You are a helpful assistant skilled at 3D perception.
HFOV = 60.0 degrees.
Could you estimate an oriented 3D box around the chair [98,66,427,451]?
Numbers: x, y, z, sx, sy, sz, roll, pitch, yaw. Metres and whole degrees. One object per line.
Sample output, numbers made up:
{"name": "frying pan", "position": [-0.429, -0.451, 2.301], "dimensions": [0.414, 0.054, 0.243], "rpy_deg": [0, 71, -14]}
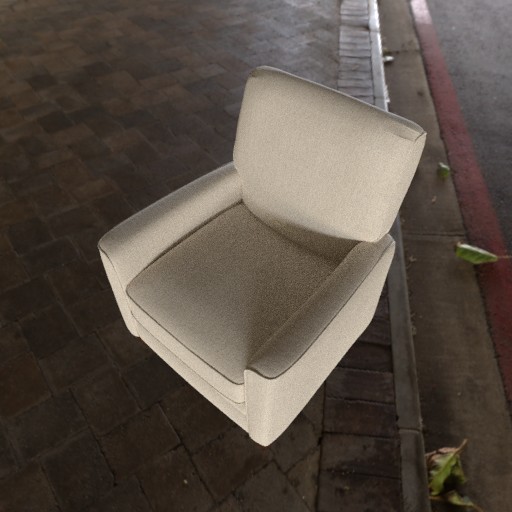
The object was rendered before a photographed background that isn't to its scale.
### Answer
{"name": "chair", "position": [0.000, 0.000, 1.646], "dimensions": [0.841, 1.028, 0.858], "rpy_deg": [32, 55, 26]}
